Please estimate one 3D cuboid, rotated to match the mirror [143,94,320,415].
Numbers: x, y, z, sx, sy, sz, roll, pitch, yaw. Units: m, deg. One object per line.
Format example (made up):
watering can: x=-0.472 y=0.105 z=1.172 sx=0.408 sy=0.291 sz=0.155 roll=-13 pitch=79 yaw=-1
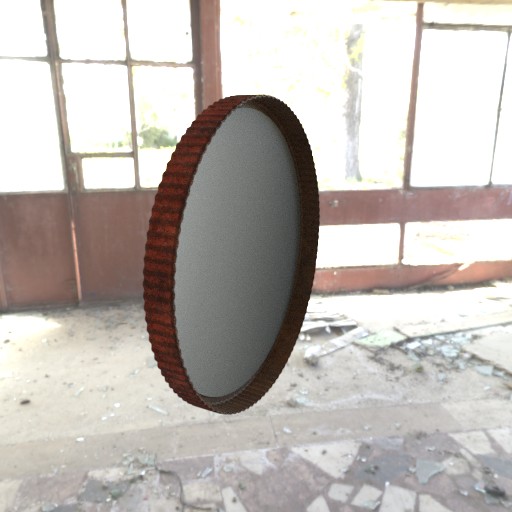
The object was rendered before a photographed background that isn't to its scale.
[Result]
mirror: x=0.000 y=0.000 z=0.888 sx=0.056 sy=0.609 sz=0.609 roll=8 pitch=17 yaw=26
